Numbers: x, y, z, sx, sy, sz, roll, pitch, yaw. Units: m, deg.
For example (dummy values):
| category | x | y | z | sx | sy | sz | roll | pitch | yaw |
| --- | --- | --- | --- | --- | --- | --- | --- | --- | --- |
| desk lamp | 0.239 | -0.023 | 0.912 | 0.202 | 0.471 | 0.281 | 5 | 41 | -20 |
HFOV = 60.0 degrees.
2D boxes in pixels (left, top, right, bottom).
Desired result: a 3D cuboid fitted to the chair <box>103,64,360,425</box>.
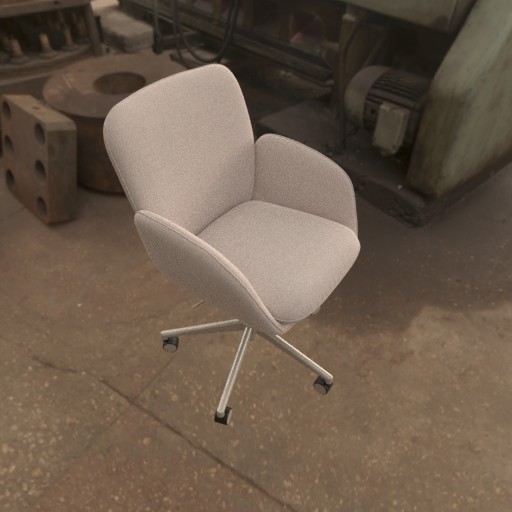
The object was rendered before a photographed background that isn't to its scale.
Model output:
| category | x | y | z | sx | sy | sz | roll | pitch | yaw |
| --- | --- | --- | --- | --- | --- | --- | --- | --- | --- |
| chair | 0.000 | 0.000 | 1.368 | 0.633 | 0.959 | 0.648 | 25 | 48 | 26 |
